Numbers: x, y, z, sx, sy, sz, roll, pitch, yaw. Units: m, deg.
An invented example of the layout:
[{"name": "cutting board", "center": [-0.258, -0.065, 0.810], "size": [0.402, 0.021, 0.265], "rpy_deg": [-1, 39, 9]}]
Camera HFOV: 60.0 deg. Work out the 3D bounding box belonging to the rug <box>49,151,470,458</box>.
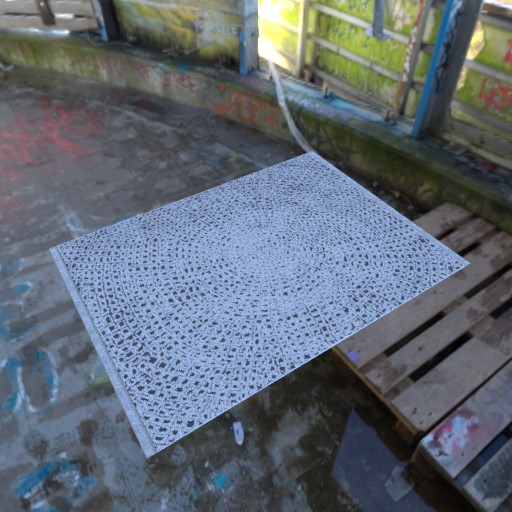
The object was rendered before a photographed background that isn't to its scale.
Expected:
[{"name": "rug", "center": [0.000, 0.000, 2.124], "size": [1.634, 0.003, 1.190], "rpy_deg": [-25, 50, -23]}]
